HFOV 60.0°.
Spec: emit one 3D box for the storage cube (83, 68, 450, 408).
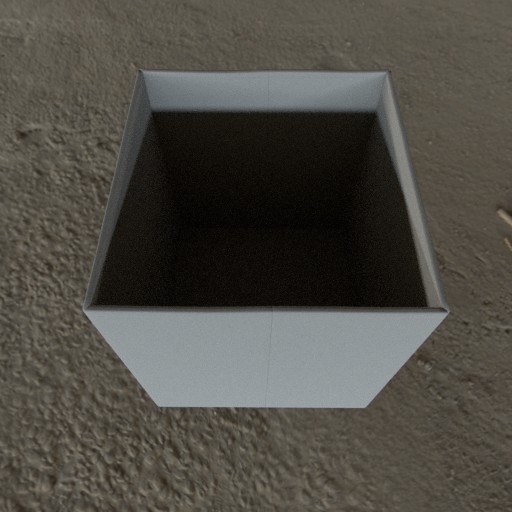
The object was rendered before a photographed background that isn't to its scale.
[{"bbox_3d":[0.000,0.000,0.490,0.270,0.280,0.270,0,58,0],"label":"storage cube"}]
